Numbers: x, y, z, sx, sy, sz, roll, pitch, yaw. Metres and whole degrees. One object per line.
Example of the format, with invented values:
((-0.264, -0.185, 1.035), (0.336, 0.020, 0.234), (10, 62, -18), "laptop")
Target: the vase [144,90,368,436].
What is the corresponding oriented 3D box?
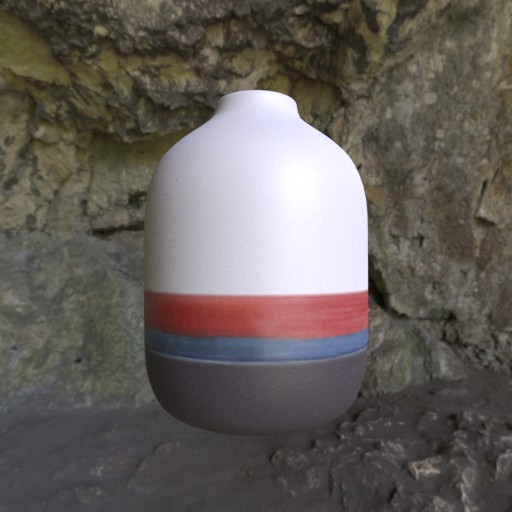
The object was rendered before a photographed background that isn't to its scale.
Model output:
((0.000, 0.000, 0.346), (0.169, 0.237, 0.169), (0, -1, 0), "vase")
